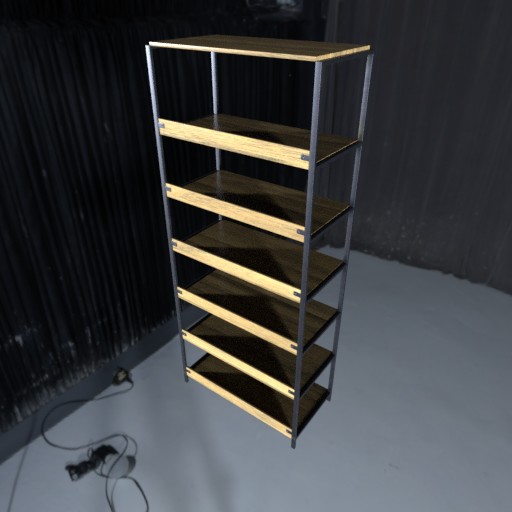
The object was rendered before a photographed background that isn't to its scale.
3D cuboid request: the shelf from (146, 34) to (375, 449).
[{"bbox_3d":[0.000,0.000,2.321,0.847,2.015,0.431,21,37,31],"label":"shelf"}]
